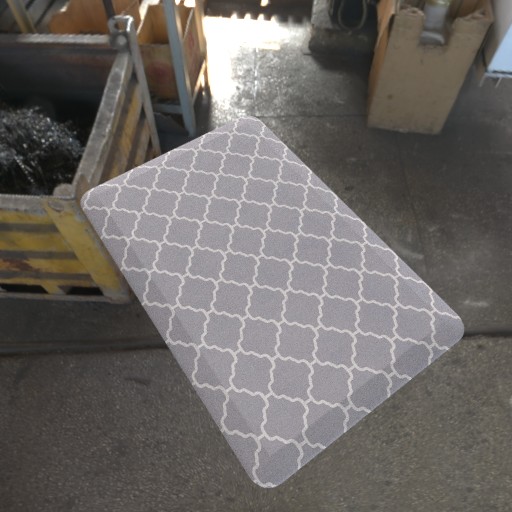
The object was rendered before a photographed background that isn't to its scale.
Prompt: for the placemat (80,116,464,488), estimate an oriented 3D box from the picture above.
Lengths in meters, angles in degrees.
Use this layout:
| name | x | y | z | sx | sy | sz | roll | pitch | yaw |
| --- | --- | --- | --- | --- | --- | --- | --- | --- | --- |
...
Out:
| name | x | y | z | sx | sy | sz | roll | pitch | yaw |
| --- | --- | --- | --- | --- | --- | --- | --- | --- | --- |
| placemat | 0.000 | 0.000 | 0.954 | 0.508 | 0.021 | 0.762 | -31 | 64 | -17 |
